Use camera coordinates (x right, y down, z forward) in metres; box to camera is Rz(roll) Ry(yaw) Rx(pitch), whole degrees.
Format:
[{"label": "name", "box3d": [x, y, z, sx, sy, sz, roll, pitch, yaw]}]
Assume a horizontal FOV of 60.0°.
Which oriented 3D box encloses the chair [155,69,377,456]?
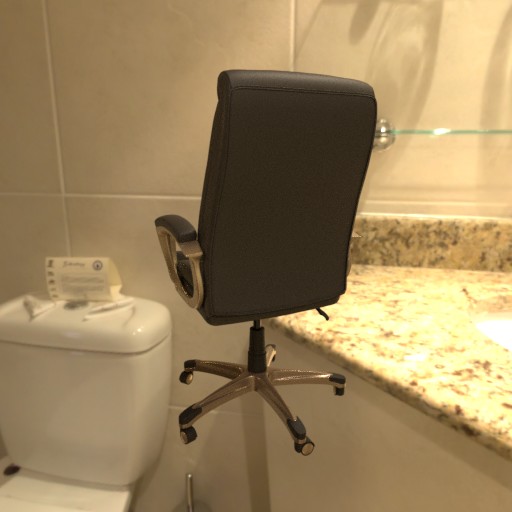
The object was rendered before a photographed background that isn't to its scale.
[{"label": "chair", "box3d": [0.000, 0.000, 1.635, 0.694, 1.188, 0.748, -7, 15, -26]}]
